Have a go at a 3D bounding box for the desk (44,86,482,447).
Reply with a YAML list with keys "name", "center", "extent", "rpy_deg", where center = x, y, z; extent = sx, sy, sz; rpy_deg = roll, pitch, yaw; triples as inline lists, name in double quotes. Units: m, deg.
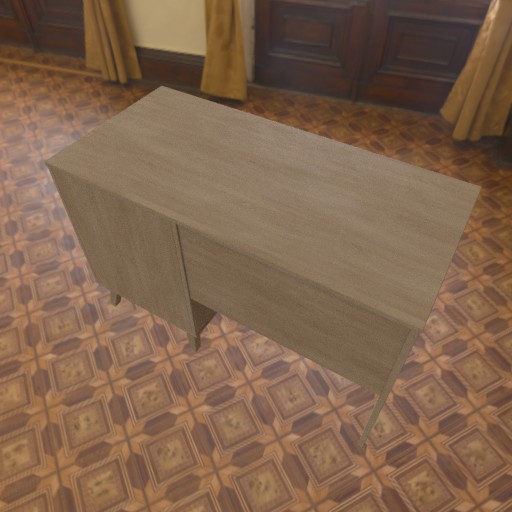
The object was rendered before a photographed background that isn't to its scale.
- name: "desk"
  center: [0.000, 0.000, 1.683]
  extent: [1.251, 0.770, 0.600]
  rpy_deg: [24, 52, 20]
